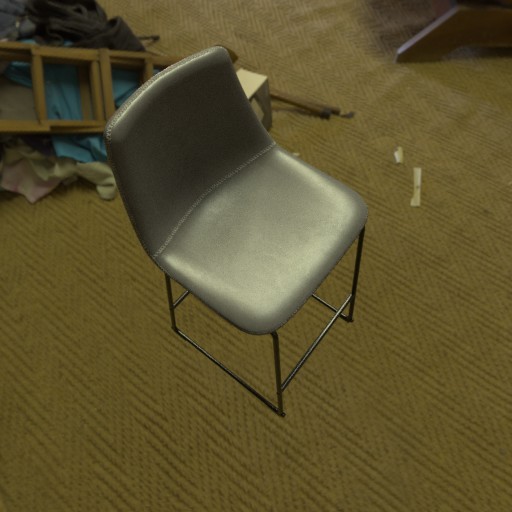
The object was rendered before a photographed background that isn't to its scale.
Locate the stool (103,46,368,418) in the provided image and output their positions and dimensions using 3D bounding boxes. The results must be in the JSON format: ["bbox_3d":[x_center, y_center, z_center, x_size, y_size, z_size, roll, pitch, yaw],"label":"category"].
[{"bbox_3d":[0.000,0.000,1.188,0.546,0.876,0.470,34,64,19],"label":"stool"}]
